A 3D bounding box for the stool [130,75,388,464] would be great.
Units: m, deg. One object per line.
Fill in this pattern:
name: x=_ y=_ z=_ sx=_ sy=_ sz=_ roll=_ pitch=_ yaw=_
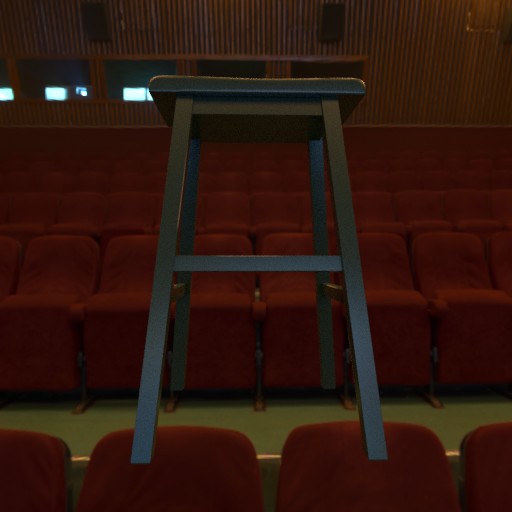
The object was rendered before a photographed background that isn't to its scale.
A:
stool: x=0.000 y=0.000 z=1.027 sx=0.457 sy=0.737 sz=0.476 roll=0 pitch=0 yaw=-2
